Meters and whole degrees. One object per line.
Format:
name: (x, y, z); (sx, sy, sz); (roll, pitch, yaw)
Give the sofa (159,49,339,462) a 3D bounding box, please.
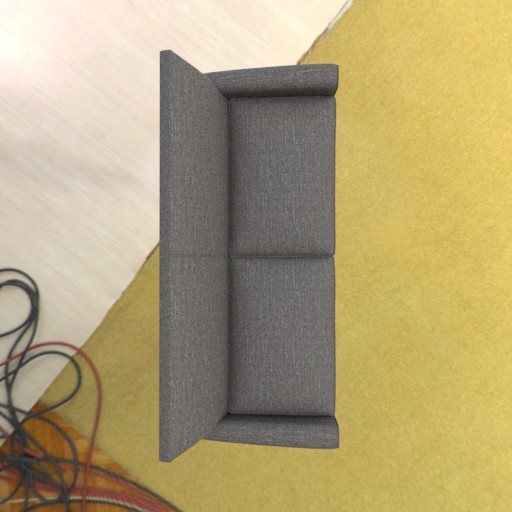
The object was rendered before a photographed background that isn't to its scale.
sofa: (0.000, 0.000, 2.443); (0.875, 0.846, 1.976); (0, 90, 1)
